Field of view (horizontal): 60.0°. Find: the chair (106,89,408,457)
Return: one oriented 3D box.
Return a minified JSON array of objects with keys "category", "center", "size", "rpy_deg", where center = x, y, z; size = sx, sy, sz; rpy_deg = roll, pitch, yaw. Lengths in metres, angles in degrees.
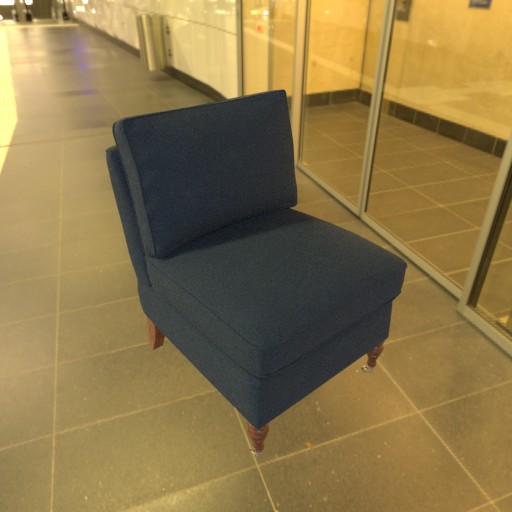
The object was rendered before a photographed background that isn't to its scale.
[{"category":"chair","center":[0.000,0.000,1.686],"size":[0.724,1.052,0.912],"rpy_deg":[-23,39,-33]}]
